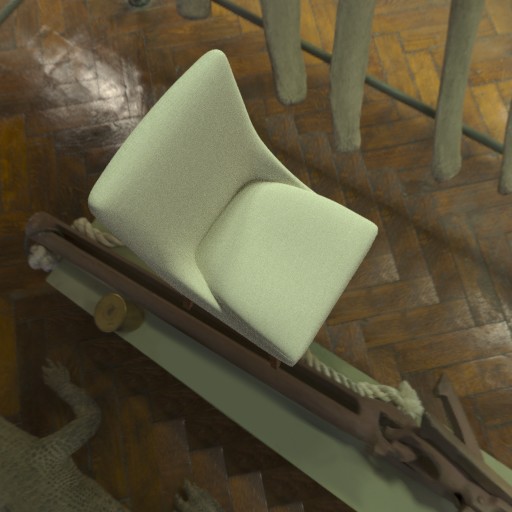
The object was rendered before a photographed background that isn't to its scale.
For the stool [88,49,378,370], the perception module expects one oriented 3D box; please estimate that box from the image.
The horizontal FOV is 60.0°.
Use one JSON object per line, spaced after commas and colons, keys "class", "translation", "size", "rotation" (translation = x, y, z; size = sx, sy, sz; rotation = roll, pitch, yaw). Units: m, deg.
{"class": "stool", "translation": [0.000, 0.000, 1.393], "size": [0.559, 1.097, 0.470], "rotation": [33, 77, 9]}
